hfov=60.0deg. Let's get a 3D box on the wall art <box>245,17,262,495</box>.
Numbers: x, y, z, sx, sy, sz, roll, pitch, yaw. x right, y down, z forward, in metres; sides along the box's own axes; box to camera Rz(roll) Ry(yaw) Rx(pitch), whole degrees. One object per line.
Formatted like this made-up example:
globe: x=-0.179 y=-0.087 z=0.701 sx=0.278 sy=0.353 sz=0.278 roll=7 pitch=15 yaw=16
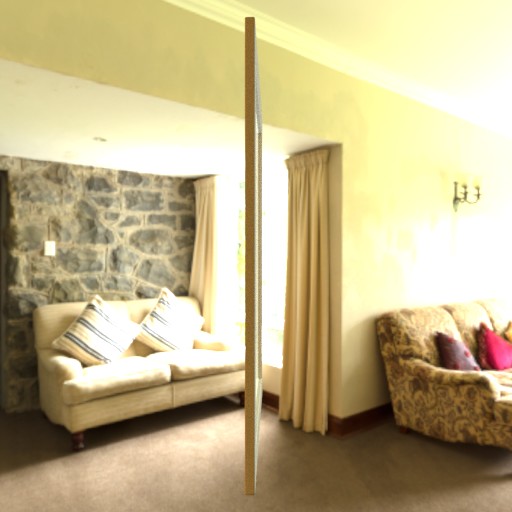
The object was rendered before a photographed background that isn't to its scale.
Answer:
wall art: x=0.000 y=0.000 z=0.676 sx=0.012 sy=0.529 sz=0.374 roll=0 pitch=0 yaw=2
